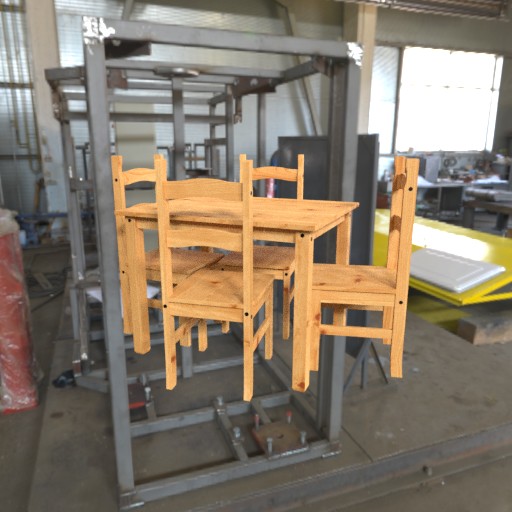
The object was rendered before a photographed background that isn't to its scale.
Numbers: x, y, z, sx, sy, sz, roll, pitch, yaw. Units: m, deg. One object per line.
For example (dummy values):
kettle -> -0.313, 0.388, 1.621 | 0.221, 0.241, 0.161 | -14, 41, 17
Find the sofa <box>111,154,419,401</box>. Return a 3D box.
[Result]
sofa -> 0.000, 0.000, 2.285 | 1.529, 1.000, 1.144 | 6, 15, 24
